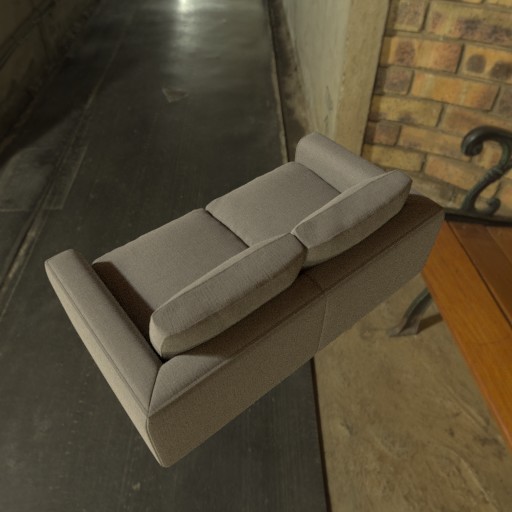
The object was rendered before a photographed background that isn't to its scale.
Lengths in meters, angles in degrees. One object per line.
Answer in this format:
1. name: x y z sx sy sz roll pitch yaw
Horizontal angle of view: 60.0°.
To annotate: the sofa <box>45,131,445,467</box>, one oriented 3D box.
1. sofa: 0.000 0.000 2.432 1.920 0.800 1.069 -31 54 -25
